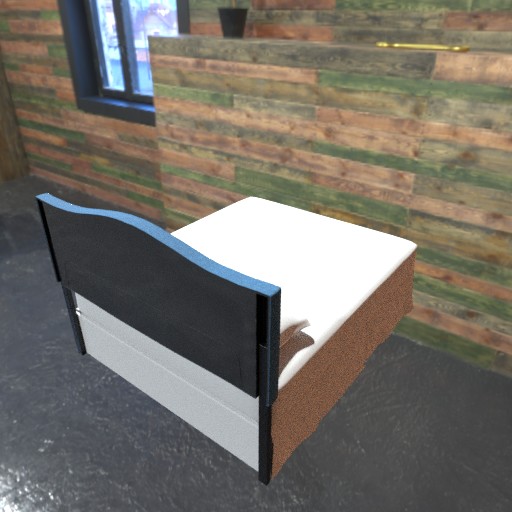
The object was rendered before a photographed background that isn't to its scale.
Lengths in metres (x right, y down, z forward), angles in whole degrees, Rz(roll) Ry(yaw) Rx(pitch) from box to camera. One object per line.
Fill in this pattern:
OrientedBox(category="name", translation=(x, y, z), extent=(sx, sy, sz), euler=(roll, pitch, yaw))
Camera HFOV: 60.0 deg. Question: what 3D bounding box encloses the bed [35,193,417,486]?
OrientedBox(category="bed", translation=(0.000, 0.000, 2.862), extent=(1.610, 1.169, 1.872), euler=(20, 35, 32))
